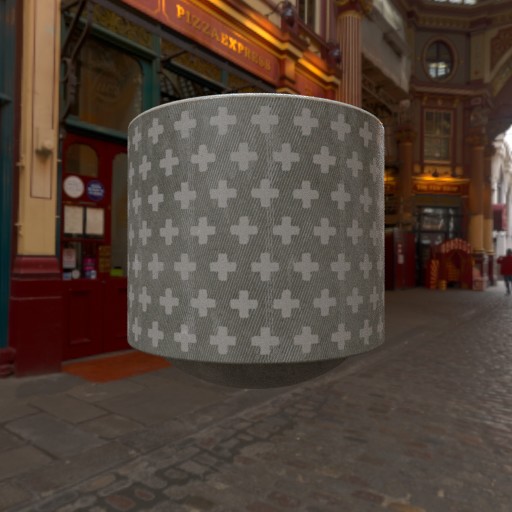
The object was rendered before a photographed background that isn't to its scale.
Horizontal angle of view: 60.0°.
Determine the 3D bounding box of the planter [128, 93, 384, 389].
[{"bbox_3d":[0.000,0.000,0.450,0.250,0.239,0.250,0,0,0],"label":"planter"}]
